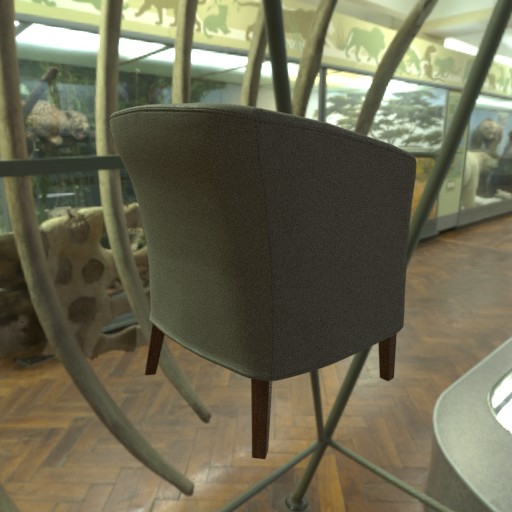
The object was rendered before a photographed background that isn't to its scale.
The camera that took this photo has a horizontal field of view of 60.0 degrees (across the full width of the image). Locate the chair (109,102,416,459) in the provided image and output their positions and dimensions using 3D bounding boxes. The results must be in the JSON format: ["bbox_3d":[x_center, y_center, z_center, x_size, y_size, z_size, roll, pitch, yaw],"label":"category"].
[{"bbox_3d":[0.000,0.000,1.240,0.668,0.771,0.600,-13,19,-40],"label":"chair"}]
